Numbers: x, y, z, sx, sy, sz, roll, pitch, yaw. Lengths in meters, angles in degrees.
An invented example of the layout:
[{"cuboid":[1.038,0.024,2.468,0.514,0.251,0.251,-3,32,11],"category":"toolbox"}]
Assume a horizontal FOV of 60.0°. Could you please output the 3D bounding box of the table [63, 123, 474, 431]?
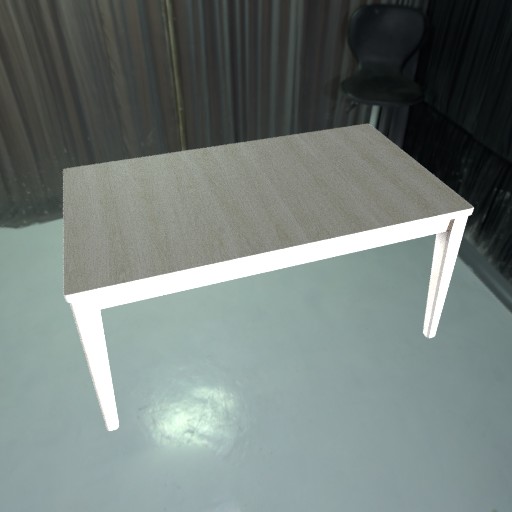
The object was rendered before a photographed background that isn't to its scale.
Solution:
[{"cuboid":[0.000,0.000,2.110,1.600,0.760,0.900,-12,42,-14],"category":"table"}]
